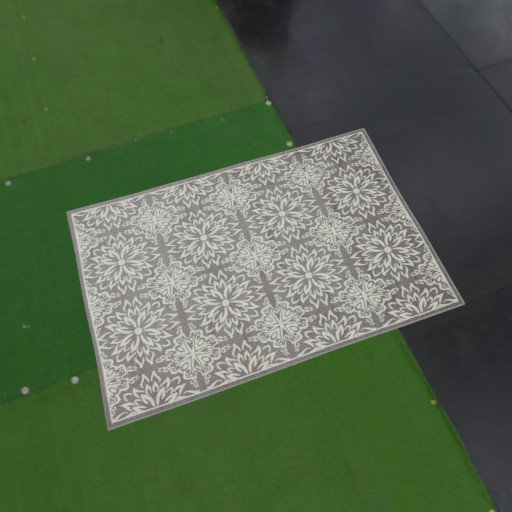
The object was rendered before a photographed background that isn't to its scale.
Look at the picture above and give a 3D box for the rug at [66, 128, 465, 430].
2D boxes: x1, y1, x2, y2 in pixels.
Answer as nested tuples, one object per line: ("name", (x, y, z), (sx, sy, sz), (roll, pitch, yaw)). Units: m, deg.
("rug", (0.000, 0.000, 2.387), (1.847, 0.012, 1.224), (-17, 66, -8))
